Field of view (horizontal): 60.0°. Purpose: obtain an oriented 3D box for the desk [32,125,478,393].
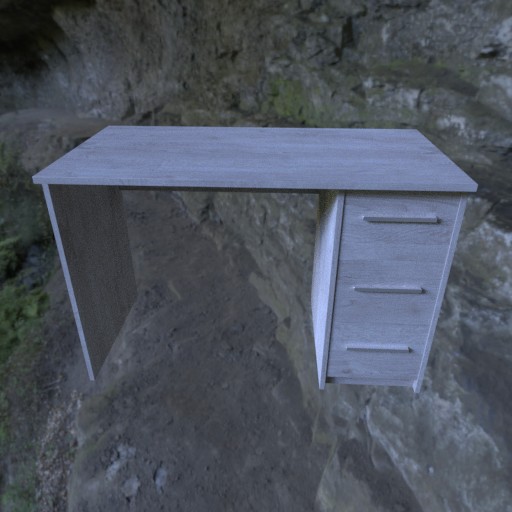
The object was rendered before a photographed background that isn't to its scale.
[{"bbox_3d":[0.000,0.000,1.511,1.097,0.735,0.560,1,29,3],"label":"desk"}]
